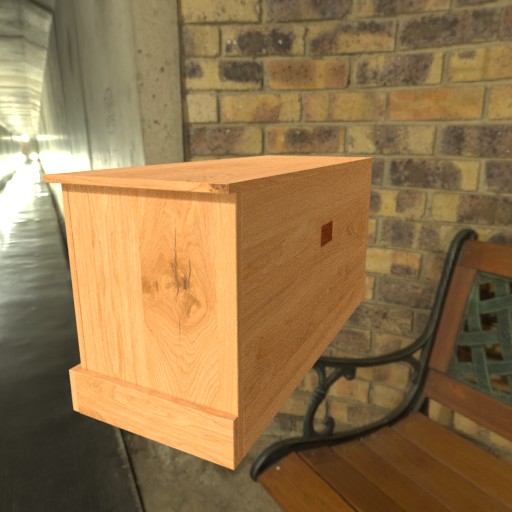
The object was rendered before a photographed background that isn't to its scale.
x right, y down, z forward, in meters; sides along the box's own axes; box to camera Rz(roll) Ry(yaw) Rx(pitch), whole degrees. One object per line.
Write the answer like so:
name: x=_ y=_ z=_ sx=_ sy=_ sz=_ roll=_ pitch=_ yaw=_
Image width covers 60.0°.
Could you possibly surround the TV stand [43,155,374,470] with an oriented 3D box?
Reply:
TV stand: x=0.000 y=0.000 z=1.342 sx=0.440 sy=0.550 sz=1.080 roll=7 pitch=17 yaw=26
